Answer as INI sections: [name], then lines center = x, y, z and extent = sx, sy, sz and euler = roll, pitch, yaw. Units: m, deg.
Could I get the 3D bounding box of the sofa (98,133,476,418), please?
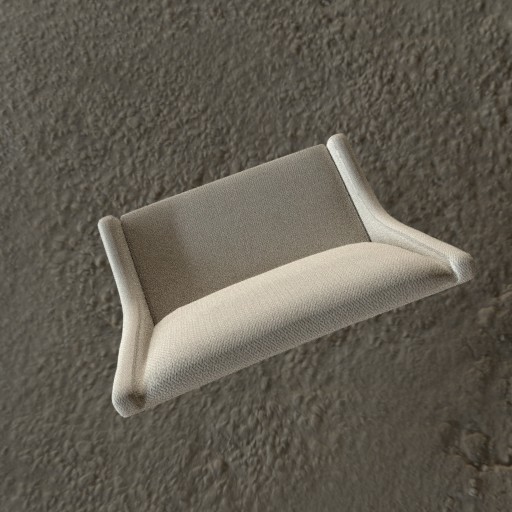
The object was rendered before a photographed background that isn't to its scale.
[sofa]
center = 0.000, 0.000, 1.939
extent = 1.242, 1.022, 0.870
euler = -21, 77, -5
